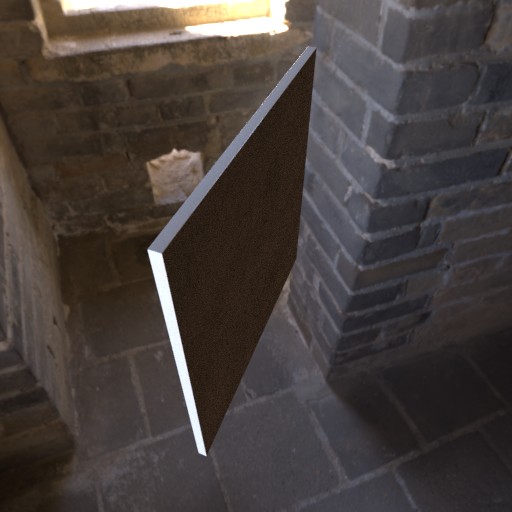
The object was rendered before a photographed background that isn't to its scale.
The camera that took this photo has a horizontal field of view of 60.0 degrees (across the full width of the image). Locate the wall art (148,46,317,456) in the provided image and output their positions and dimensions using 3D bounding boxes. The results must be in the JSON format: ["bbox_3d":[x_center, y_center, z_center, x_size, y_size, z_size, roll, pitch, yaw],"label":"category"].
[{"bbox_3d":[0.000,0.000,0.983,0.020,0.661,0.664,16,48,15],"label":"wall art"}]
